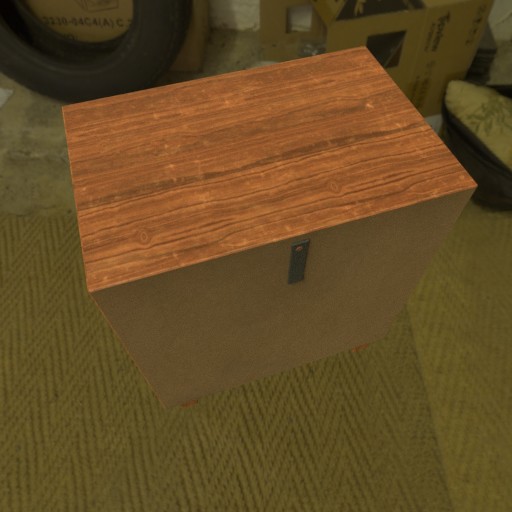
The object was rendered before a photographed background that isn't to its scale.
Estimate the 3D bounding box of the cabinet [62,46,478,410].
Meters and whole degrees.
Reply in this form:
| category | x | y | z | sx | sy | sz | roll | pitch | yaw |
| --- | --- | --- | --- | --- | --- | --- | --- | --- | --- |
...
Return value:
| category | x | y | z | sx | sy | sz | roll | pitch | yaw |
| --- | --- | --- | --- | --- | --- | --- | --- | --- | --- |
| cabinet | 0.000 | 0.000 | 1.040 | 0.607 | 0.695 | 0.410 | -16 | 58 | -10 |
